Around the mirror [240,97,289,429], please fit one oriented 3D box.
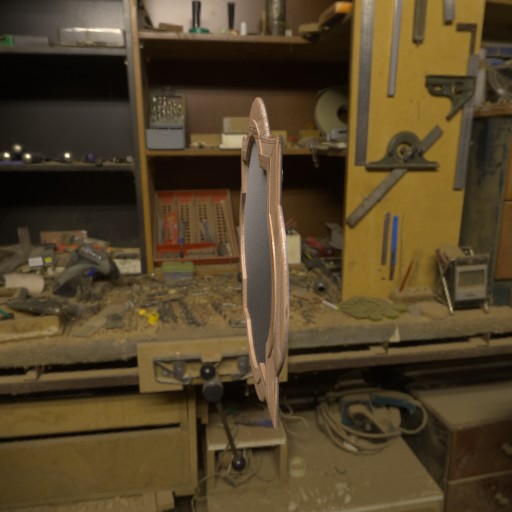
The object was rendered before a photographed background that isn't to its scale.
[{"bbox_3d":[0.000,0.000,1.043,0.019,0.686,0.686,-2,15,-7],"label":"mirror"}]
